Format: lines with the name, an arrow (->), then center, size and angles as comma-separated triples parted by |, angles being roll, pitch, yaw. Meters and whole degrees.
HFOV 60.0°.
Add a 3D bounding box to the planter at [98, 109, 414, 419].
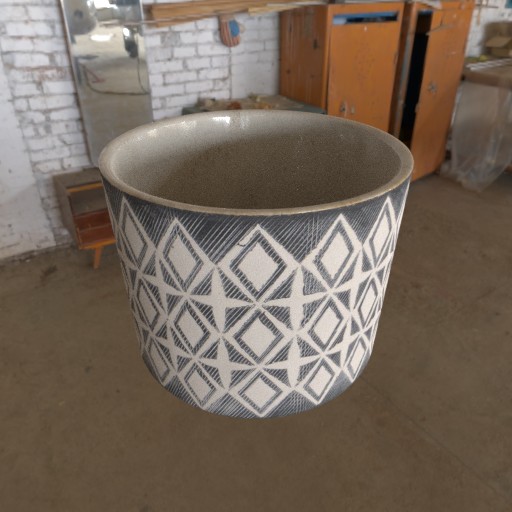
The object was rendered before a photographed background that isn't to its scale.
planter -> 0.000, 0.000, 0.325 | 0.192, 0.165, 0.192 | 0, 32, 0
